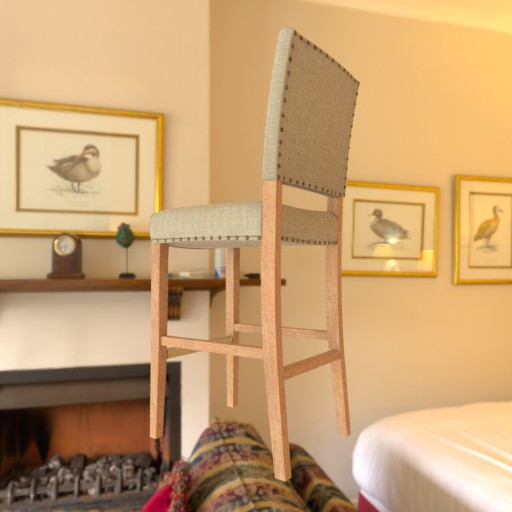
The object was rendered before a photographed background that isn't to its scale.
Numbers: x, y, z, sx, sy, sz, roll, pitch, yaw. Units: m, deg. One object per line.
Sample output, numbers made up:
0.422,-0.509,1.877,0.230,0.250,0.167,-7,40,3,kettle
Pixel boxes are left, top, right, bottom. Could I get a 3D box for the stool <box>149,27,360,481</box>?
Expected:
0.000,0.000,1.489,0.585,1.203,0.445,-1,-1,37,stool
